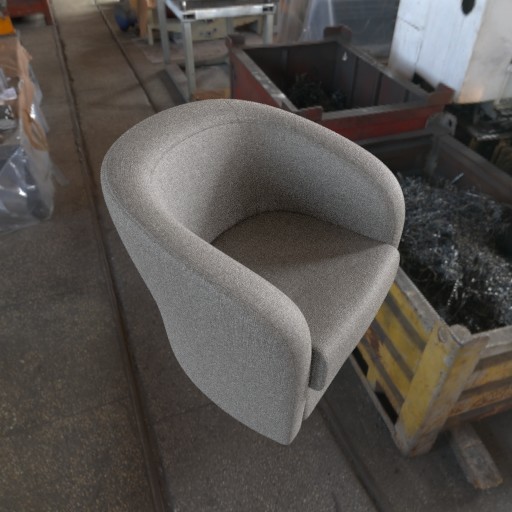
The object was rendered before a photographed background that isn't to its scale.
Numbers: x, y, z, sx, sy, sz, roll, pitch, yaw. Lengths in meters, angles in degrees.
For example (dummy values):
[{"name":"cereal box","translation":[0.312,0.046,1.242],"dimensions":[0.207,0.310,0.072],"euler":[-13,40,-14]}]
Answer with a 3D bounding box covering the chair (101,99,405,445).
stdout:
[{"name":"chair","translation":[0.000,0.000,1.450],"dimensions":[0.815,0.771,0.791],"euler":[25,47,25]}]
